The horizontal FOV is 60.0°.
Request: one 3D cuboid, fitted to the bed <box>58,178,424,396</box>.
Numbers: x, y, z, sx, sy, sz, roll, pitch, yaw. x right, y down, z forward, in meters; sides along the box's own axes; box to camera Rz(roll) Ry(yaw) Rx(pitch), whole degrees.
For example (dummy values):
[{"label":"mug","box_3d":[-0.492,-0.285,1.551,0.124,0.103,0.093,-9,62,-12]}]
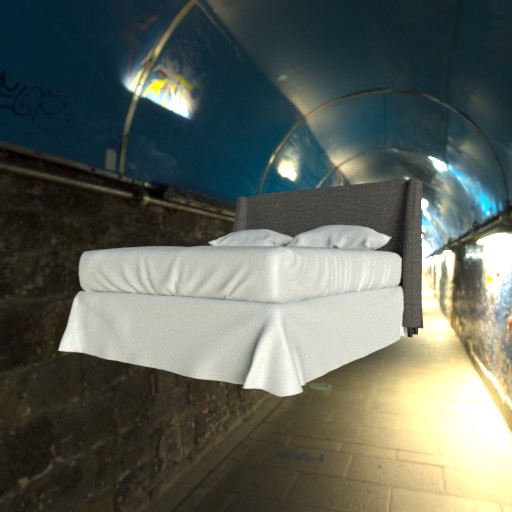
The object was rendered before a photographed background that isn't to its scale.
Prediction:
[{"label":"bed","box_3d":[0.000,0.000,3.420,1.925,1.332,2.276,0,-1,35]}]
